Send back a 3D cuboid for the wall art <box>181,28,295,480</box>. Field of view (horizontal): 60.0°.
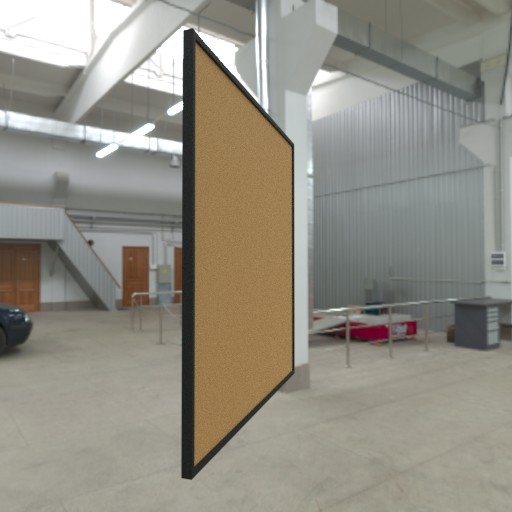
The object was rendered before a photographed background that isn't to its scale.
[{"bbox_3d":[0.000,0.000,0.668,0.013,0.457,0.458,0,-1,18],"label":"wall art"}]
